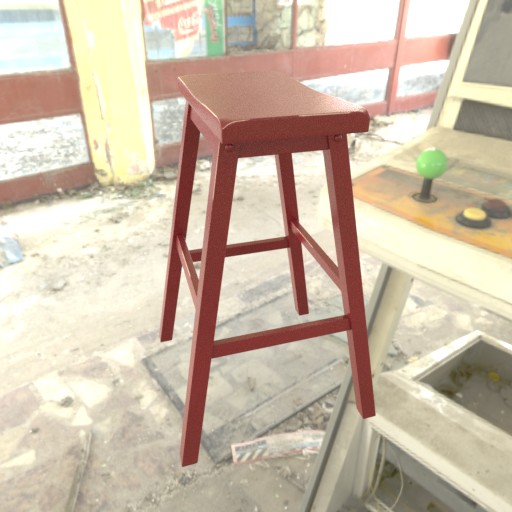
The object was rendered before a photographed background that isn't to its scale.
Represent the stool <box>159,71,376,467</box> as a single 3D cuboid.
[{"bbox_3d":[0.000,0.000,1.031,0.476,0.737,0.457,-9,32,-14],"label":"stool"}]
